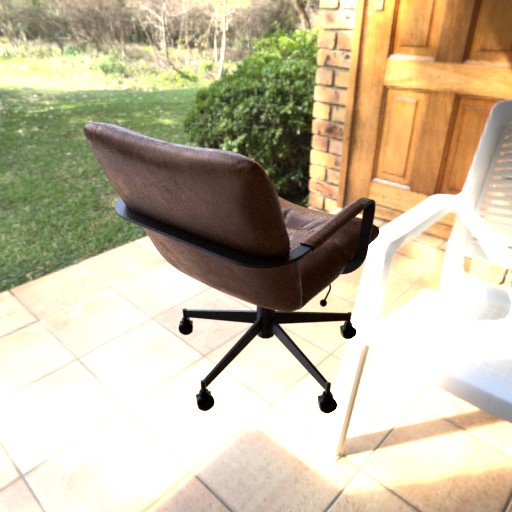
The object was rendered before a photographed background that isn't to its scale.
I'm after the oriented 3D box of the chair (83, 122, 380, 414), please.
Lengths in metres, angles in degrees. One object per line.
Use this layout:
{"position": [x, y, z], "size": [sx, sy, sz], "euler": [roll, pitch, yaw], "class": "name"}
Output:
{"position": [0.000, 0.000, 1.455], "size": [0.727, 0.922, 0.754], "euler": [21, 35, 32], "class": "chair"}
